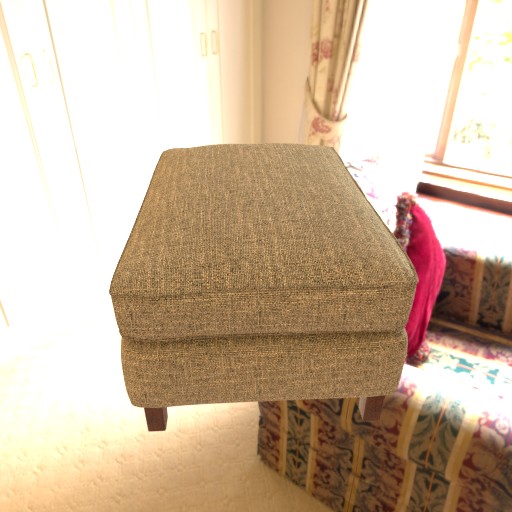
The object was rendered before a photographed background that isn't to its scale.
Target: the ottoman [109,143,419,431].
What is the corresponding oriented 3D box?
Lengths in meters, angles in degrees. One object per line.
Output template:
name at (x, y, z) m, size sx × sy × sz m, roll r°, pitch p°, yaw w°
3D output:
ottoman at (0.000, 0.000, 0.999) m, size 0.508 × 0.406 × 0.686 m, roll -2°, pitch 31°, yaw -3°
